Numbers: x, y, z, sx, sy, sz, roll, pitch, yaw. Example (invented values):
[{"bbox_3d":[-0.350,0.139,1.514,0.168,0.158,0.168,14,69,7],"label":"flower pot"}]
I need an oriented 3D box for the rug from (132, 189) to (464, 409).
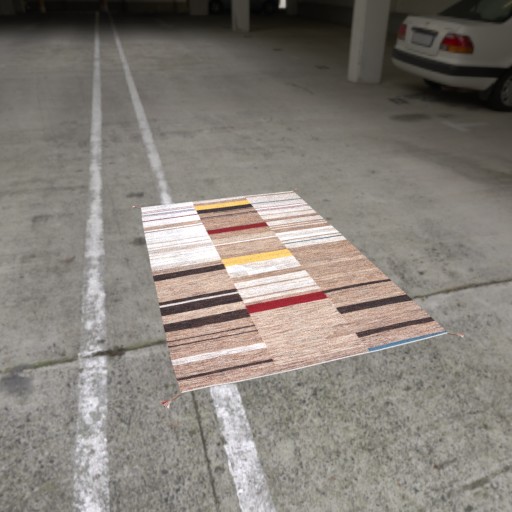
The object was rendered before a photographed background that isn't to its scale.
[{"bbox_3d":[0.000,0.000,2.479,1.268,0.007,1.918,-8,30,-15],"label":"rug"}]
